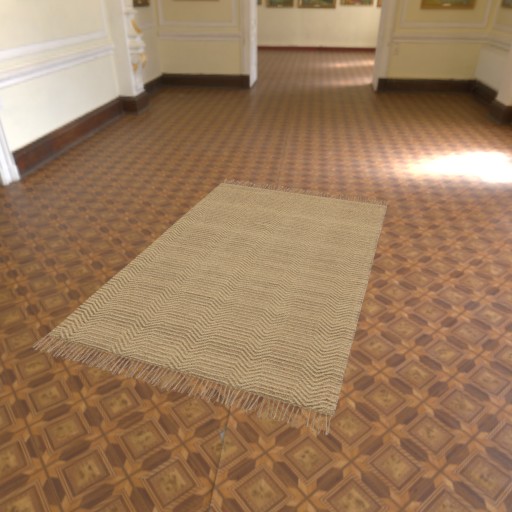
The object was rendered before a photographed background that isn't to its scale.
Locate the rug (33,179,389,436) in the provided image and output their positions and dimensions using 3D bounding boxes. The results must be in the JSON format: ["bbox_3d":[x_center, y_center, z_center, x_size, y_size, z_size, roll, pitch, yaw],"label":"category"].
[{"bbox_3d":[0.000,0.000,2.430,1.224,0.027,2.021,11,33,17],"label":"rug"}]
